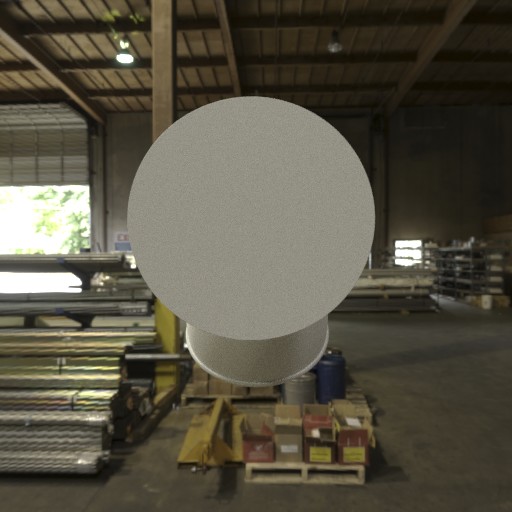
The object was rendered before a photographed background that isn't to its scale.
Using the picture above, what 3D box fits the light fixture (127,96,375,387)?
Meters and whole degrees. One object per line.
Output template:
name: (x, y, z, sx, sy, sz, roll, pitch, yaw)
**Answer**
light fixture: (0.000, 0.000, 0.331, 0.127, 0.199, 0.209, 0, 0, 2)
